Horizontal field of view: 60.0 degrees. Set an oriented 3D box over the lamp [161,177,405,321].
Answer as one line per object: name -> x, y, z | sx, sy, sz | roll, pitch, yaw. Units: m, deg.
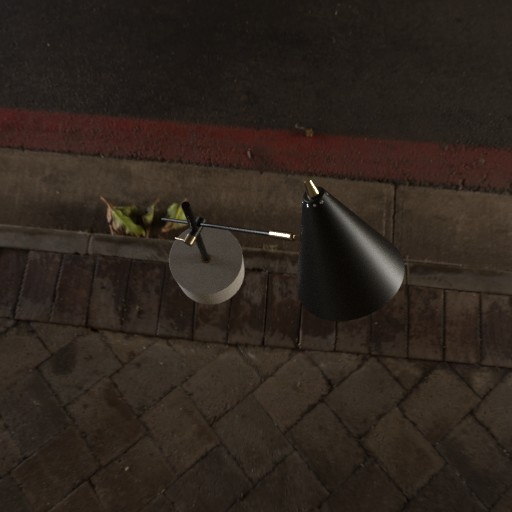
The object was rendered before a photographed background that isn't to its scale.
lamp -> 0.000, 0.000, 0.749 | 0.403, 0.518, 0.214 | 37, 77, 10
